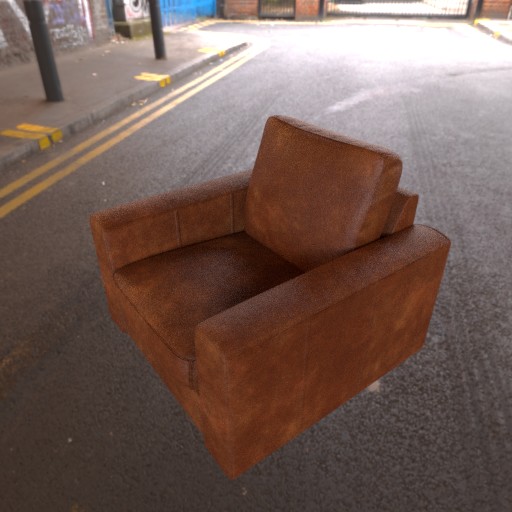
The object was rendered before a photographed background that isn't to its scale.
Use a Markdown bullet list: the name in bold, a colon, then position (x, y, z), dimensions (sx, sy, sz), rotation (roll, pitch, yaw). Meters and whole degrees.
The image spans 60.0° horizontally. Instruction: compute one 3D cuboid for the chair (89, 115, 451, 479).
- **chair**: position (0.000, 0.000, 1.730), dimensions (1.016, 0.873, 1.005), rotation (-22, 38, -30)
